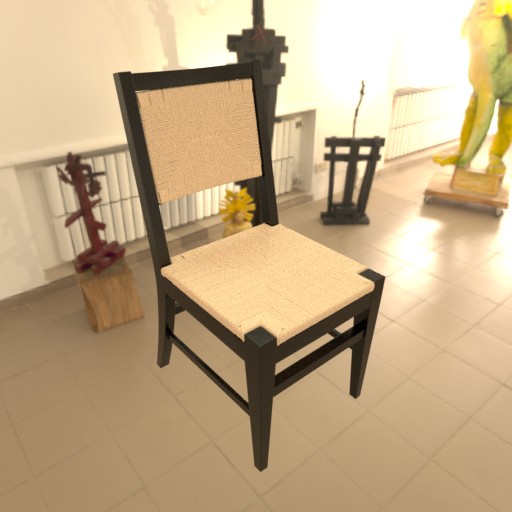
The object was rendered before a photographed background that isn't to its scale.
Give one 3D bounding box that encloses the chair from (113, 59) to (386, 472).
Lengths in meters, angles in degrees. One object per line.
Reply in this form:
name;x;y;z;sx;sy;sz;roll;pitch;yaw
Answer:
chair;0.000;0.000;1.216;0.437;0.927;0.552;-22;37;-34
